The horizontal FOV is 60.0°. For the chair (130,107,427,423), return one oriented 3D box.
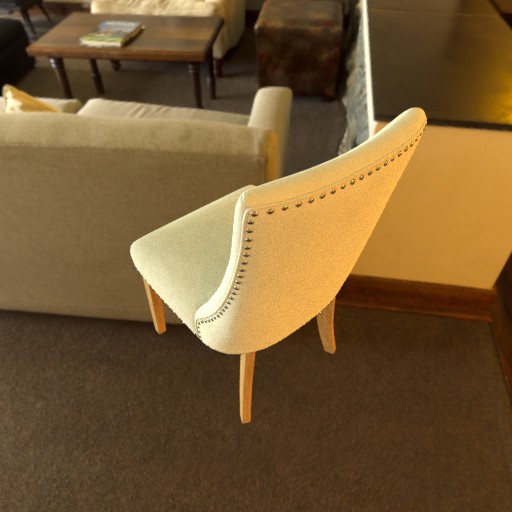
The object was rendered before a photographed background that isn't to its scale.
[{"bbox_3d":[0.000,0.000,1.223,0.495,0.902,0.610,-31,52,-28],"label":"chair"}]
